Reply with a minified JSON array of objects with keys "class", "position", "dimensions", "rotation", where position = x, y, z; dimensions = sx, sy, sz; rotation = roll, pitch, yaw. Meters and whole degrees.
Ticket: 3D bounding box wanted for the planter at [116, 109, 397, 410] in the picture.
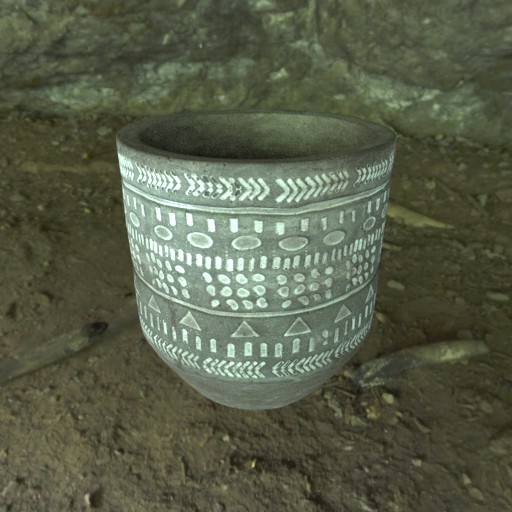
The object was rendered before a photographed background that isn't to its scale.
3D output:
[{"class":"planter","position":[0.000,0.000,0.263],"dimensions":[0.142,0.149,0.142],"rotation":[0,26,0]}]
